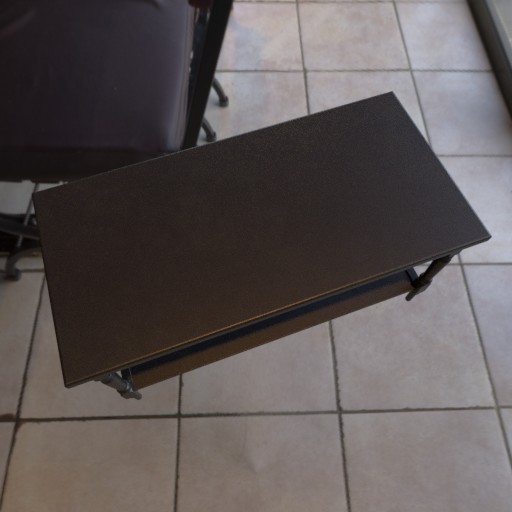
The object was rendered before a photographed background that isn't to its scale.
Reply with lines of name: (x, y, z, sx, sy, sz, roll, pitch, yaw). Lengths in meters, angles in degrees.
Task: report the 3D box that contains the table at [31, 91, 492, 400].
table: (0.000, 0.000, 1.407, 1.107, 0.510, 0.550, -18, 65, -9)
